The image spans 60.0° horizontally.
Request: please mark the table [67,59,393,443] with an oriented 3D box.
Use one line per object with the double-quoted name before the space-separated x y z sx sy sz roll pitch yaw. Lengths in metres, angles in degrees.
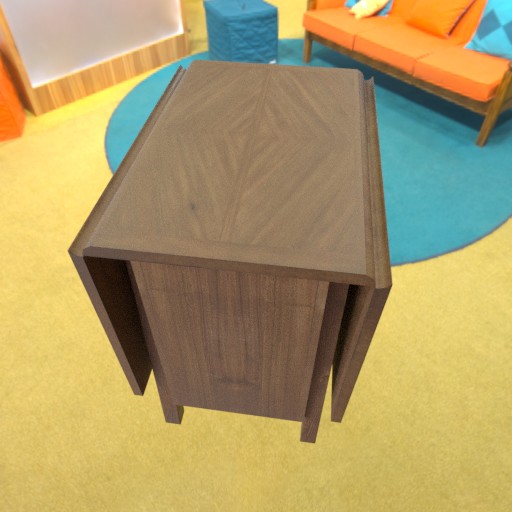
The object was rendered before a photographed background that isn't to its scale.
"table" 0.000 0.000 1.610 0.701 0.981 0.967 6 47 6
